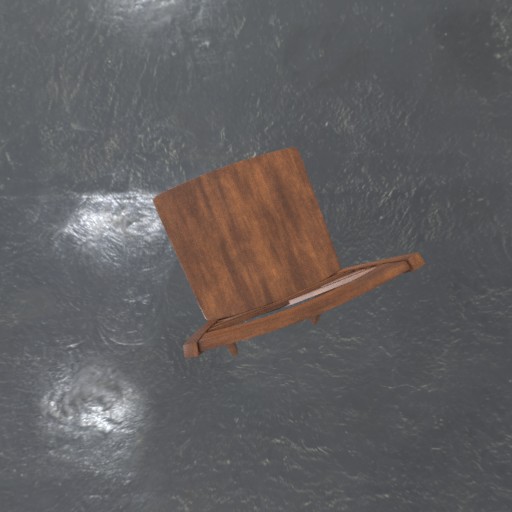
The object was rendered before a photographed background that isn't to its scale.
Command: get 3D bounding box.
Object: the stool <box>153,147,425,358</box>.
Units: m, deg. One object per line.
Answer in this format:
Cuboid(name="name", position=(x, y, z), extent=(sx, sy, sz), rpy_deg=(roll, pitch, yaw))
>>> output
Cuboid(name="stool", position=(0.000, 0.000, 1.361), extent=(0.462, 1.079, 0.539), rpy_deg=(-21, 76, -5))
